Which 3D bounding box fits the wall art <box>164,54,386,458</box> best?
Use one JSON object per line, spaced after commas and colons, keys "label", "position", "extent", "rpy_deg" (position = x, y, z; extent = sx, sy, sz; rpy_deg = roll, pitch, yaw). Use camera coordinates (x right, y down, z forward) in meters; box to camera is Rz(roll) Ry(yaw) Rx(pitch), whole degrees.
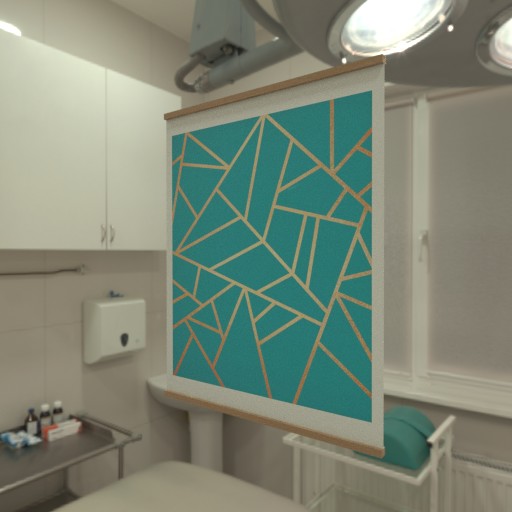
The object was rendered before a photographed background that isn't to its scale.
{"label": "wall art", "position": [0.000, 0.000, 0.683], "extent": [0.405, 0.508, 0.012], "rpy_deg": [0, 1, 37]}
